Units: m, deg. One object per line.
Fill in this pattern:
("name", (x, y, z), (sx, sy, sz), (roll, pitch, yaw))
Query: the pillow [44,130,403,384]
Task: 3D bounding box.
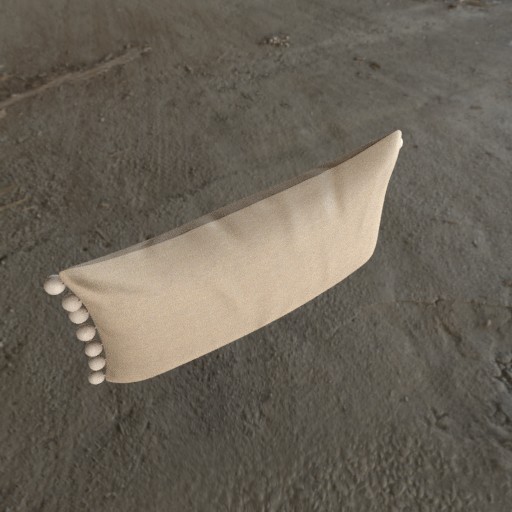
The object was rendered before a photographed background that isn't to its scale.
("pillow", (0.000, 0.000, 0.834), (0.709, 0.322, 0.201), (-25, 51, -22))
